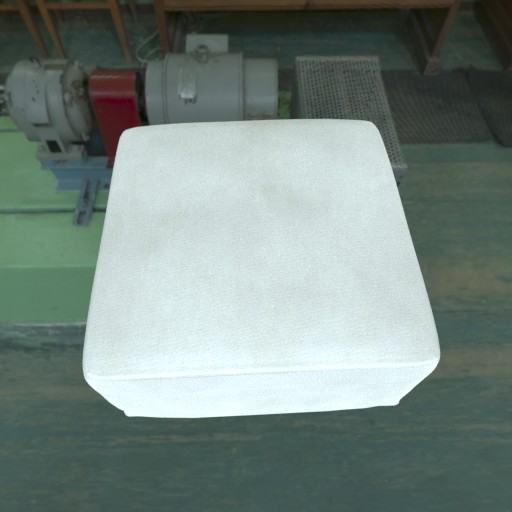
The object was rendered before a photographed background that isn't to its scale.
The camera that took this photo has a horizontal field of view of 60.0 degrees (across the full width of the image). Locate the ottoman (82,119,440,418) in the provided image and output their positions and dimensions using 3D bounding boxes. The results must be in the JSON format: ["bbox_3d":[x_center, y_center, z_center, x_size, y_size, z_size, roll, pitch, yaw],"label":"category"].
[{"bbox_3d":[0.000,0.000,1.349,0.843,0.441,0.842,-2,58,-1],"label":"ottoman"}]
